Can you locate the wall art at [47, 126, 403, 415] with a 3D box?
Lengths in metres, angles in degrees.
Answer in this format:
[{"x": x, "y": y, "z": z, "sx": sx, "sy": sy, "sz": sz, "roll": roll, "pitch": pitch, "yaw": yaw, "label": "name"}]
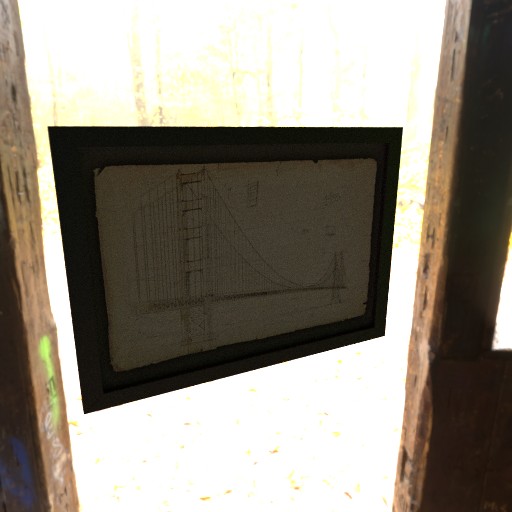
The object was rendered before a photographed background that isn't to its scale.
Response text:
[{"x": 0.000, "y": 0.000, "z": 0.546, "sx": 0.432, "sy": 0.306, "sz": 0.016, "roll": -8, "pitch": 18, "yaw": -25, "label": "wall art"}]
